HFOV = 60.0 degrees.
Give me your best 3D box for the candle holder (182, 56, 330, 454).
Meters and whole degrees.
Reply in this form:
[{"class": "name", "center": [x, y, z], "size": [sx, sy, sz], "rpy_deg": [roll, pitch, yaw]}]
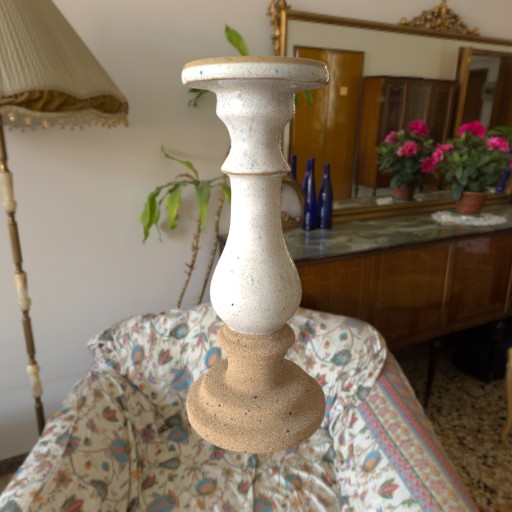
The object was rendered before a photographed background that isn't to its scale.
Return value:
[{"class": "candle holder", "center": [0.000, 0.000, 0.256], "size": [0.088, 0.203, 0.088], "rpy_deg": [0, 16, 0]}]
